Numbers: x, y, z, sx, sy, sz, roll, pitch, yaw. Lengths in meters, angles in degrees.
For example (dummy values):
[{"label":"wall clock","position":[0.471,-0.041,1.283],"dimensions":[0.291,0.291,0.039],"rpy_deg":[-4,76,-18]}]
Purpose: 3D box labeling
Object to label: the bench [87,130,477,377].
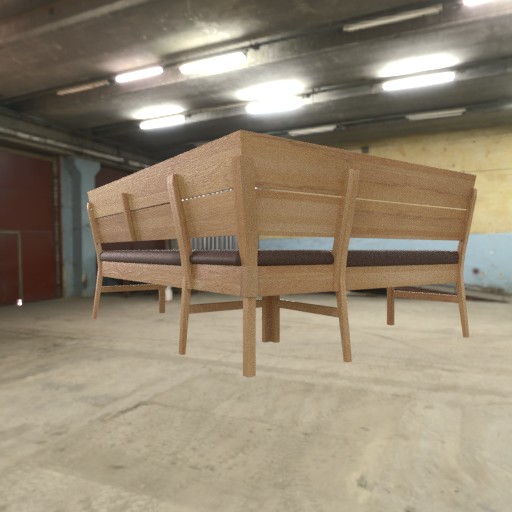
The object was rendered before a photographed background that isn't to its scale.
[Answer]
[{"label":"bench","position":[0.000,0.000,2.752],"dimensions":[1.549,0.890,1.975],"rpy_deg":[0,1,-36]}]
